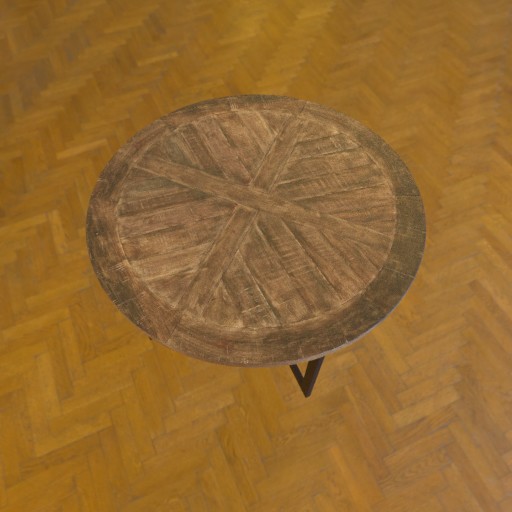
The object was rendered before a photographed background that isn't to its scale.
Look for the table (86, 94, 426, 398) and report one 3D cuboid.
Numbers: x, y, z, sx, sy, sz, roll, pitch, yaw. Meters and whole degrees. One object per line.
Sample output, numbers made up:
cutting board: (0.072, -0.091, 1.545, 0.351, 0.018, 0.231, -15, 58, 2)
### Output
table: (0.000, 0.000, 1.997, 1.264, 0.762, 1.264, 0, 57, 0)
